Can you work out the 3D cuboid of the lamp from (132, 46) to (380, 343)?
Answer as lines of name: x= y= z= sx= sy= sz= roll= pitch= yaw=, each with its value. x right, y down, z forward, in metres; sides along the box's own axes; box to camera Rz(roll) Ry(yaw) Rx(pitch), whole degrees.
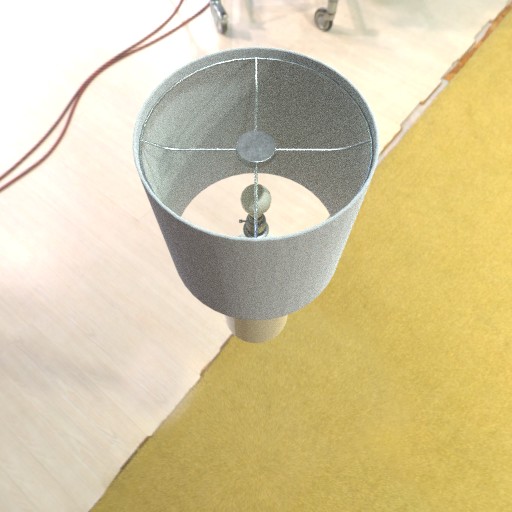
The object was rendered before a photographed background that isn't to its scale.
lamp: x=0.000 y=0.000 z=0.603 sx=0.212 sy=0.493 sz=0.212 roll=0 pitch=64 yaw=0
